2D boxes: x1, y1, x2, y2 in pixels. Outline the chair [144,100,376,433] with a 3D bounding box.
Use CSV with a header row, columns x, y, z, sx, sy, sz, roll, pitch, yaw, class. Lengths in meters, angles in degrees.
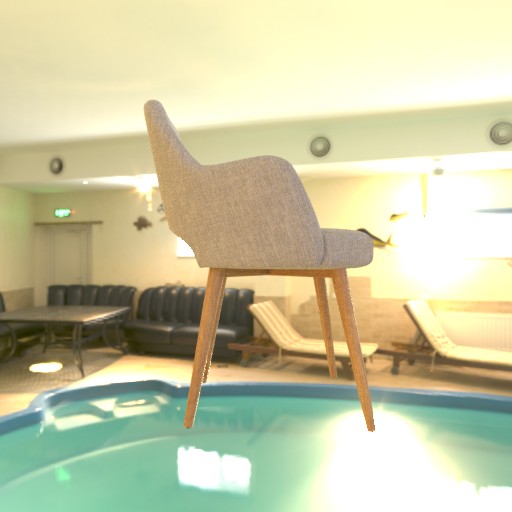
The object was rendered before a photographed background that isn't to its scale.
x,y,z,sx,sy,sz,roll,pitch,yaw,class
0.000,0.000,1.279,0.610,0.840,0.590,0,0,-1,chair
